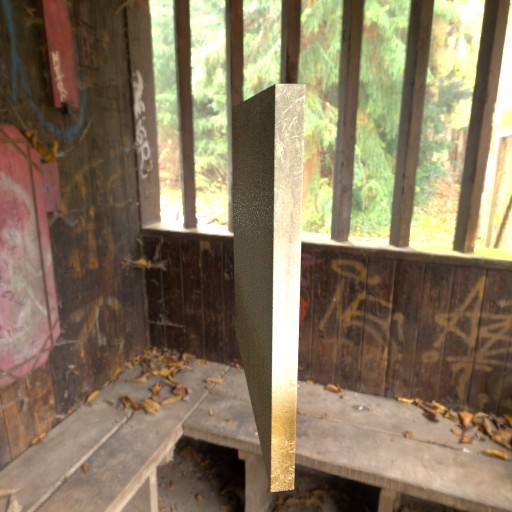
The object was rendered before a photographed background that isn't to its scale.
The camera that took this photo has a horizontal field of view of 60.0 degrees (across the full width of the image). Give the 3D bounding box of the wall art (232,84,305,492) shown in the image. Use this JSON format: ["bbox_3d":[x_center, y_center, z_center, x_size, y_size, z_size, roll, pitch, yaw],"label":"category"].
[{"bbox_3d":[0.000,0.000,0.916,0.038,0.610,0.610,-2,16,-8],"label":"wall art"}]
